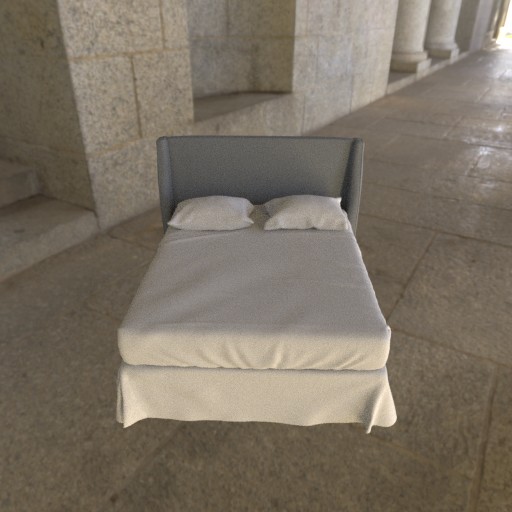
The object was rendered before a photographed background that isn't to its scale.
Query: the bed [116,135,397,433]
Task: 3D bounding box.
[{"bbox_3d":[0.000,0.000,3.490,1.925,1.332,2.276,1,29,2],"label":"bed"}]
